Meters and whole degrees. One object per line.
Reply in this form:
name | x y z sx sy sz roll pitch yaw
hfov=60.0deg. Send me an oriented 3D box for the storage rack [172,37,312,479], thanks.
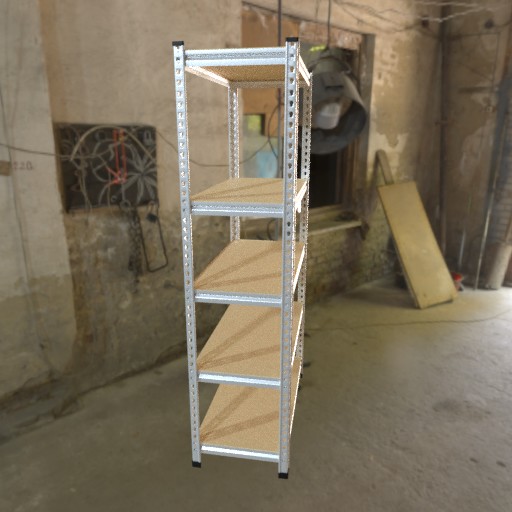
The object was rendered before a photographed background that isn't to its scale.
storage rack | 0.000 0.000 2.230 0.457 1.829 0.914 3 16 10
